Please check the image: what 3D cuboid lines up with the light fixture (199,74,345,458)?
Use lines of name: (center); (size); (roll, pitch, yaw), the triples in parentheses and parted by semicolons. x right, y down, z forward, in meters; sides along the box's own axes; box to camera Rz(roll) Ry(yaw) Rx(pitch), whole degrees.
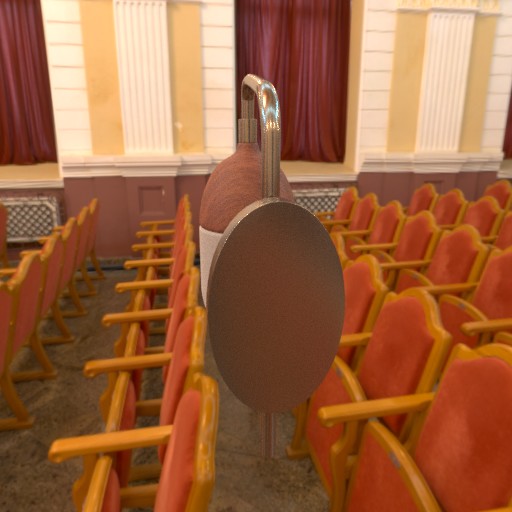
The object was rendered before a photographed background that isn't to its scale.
light fixture: (0.000, 0.000, 0.439); (0.108, 0.343, 0.216); (-2, 16, -9)
